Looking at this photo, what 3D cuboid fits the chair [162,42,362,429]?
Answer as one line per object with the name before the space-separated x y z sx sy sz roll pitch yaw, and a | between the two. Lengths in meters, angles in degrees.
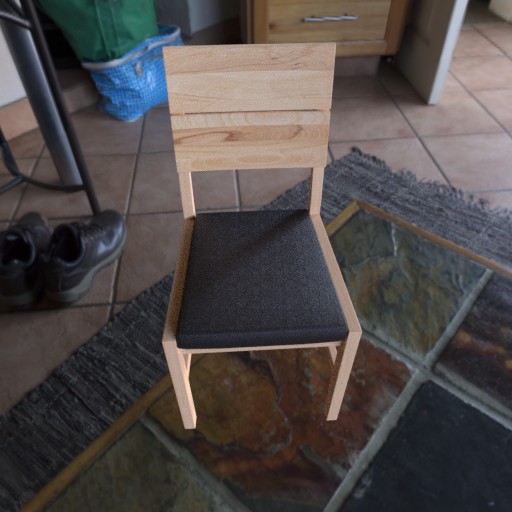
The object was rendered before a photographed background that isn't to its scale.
chair | 0.000 0.000 1.239 0.475 0.950 0.560 -2 45 -2
